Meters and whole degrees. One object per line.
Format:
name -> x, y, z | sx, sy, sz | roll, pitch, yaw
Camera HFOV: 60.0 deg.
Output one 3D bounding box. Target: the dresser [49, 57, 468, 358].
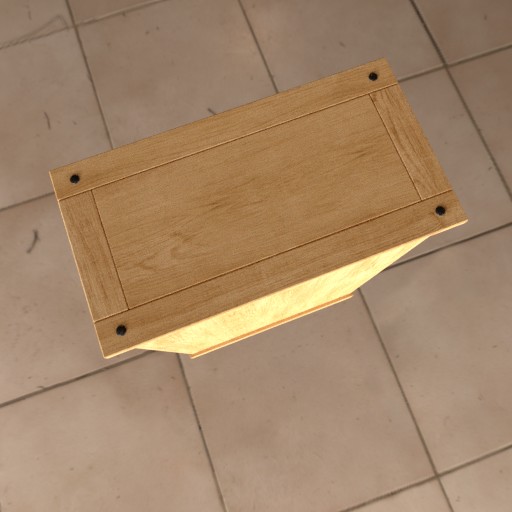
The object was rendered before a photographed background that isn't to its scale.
dresser -> 0.000, 0.000, 1.711 | 0.915, 1.300, 0.485 | -20, 78, -5
